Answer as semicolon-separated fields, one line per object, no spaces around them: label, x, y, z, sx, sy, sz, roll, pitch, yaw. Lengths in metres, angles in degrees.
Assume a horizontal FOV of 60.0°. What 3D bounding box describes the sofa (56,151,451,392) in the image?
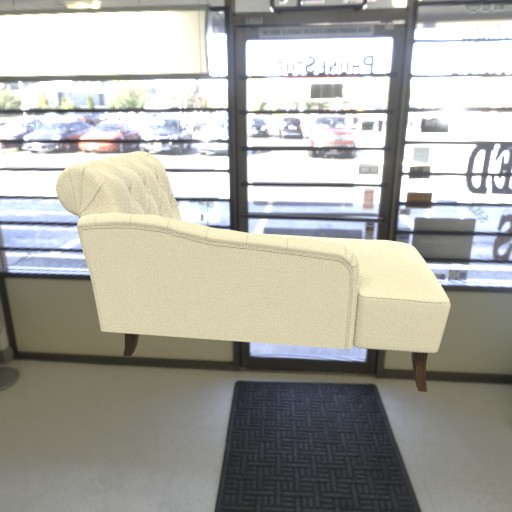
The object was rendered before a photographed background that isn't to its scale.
sofa;0.000;0.000;1.828;1.379;0.787;0.675;3;18;8
